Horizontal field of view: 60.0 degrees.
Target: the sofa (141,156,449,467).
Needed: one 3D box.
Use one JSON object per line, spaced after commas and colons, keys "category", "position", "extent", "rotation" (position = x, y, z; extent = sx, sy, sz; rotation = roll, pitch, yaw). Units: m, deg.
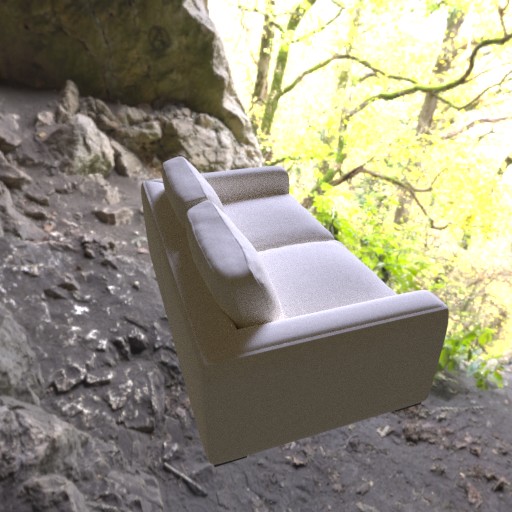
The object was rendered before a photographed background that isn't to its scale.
{"category": "sofa", "position": [0.000, 0.000, 2.502], "extent": [1.069, 0.801, 1.920], "rotation": [-10, 32, -16]}
